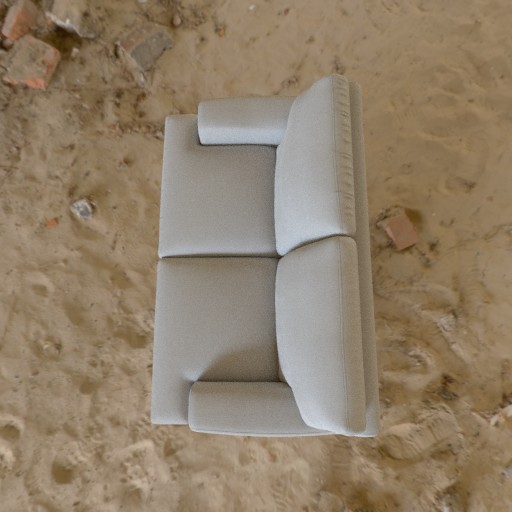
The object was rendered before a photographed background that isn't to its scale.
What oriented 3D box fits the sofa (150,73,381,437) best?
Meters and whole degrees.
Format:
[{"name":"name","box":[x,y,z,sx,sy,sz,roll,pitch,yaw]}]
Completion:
[{"name":"sofa","box":[0.000,0.000,2.489,1.143,0.940,1.880,0,77,0]}]
